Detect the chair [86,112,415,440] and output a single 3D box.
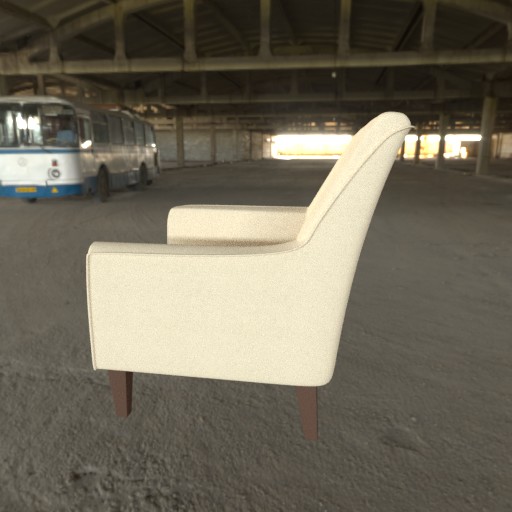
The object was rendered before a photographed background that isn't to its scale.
[{"bbox_3d":[0.000,0.000,1.582,0.899,0.919,0.780,2,14,9],"label":"chair"}]
